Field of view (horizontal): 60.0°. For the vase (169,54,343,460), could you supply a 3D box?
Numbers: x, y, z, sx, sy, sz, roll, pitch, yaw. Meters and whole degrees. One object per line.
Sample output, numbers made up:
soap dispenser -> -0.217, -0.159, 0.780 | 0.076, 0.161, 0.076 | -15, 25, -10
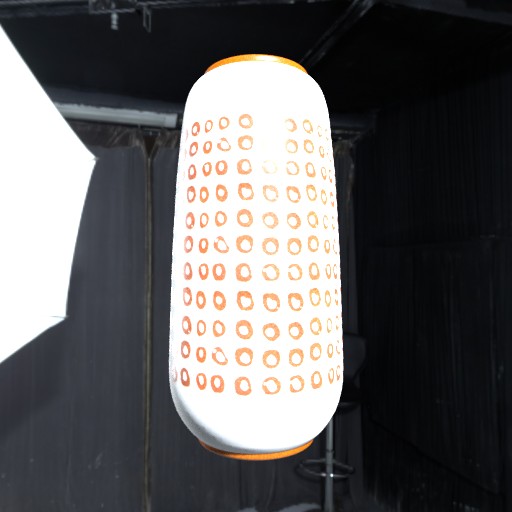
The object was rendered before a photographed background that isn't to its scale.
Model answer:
vase -> 0.000, 0.000, 0.348 | 0.133, 0.282, 0.133 | 0, -1, 0
